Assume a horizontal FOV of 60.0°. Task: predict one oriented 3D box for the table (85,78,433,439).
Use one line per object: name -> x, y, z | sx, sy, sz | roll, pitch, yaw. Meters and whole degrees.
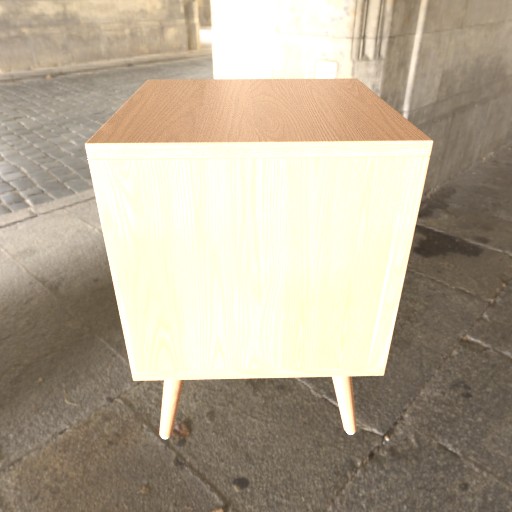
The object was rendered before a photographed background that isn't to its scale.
table -> 0.000, 0.000, 0.821 | 0.400, 0.550, 0.400 | -1, 31, -1
